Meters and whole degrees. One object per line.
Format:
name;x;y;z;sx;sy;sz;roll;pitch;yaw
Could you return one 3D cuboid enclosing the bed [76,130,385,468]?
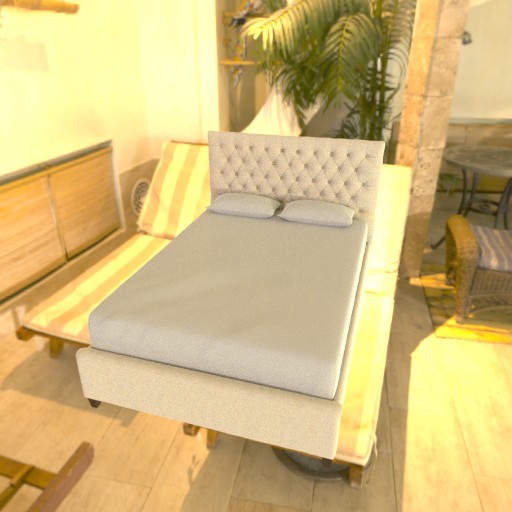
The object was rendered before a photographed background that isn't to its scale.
bed;0.000;0.000;3.474;1.698;1.427;2.387;8;28;15
